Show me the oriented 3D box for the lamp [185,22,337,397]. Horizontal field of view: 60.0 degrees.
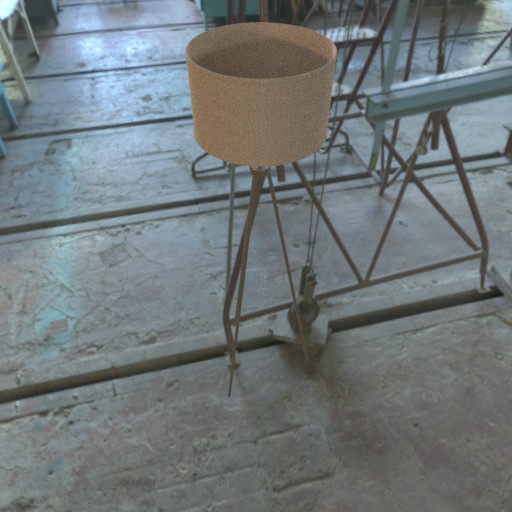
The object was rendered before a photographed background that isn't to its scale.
[{"bbox_3d":[0.000,0.000,1.724,0.449,1.545,0.460,23,49,21],"label":"lamp"}]
